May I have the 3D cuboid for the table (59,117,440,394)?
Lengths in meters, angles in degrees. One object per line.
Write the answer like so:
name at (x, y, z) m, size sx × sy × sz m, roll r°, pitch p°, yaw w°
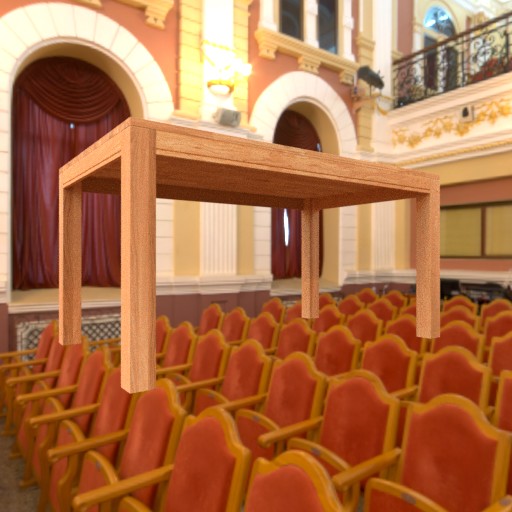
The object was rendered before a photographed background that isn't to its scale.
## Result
table at (0.000, 0.000, 2.032) m, size 1.500 × 0.770 × 0.900 m, roll 0°, pitch 0°, yaw -36°
